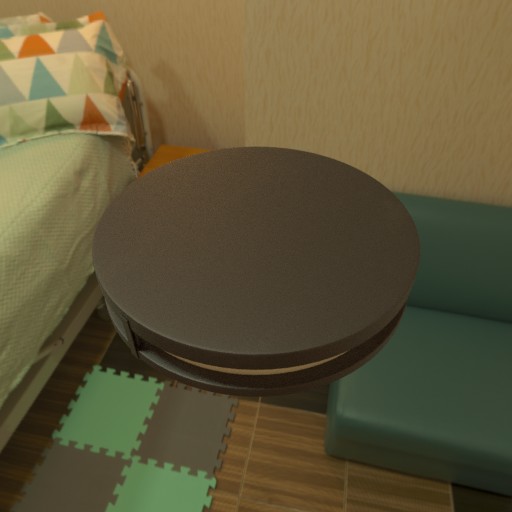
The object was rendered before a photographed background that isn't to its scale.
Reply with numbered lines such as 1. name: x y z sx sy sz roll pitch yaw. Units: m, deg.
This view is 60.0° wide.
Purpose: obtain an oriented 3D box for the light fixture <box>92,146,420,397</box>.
1. light fixture: 0.000 0.000 0.529 0.356 0.102 0.356 0 42 0
